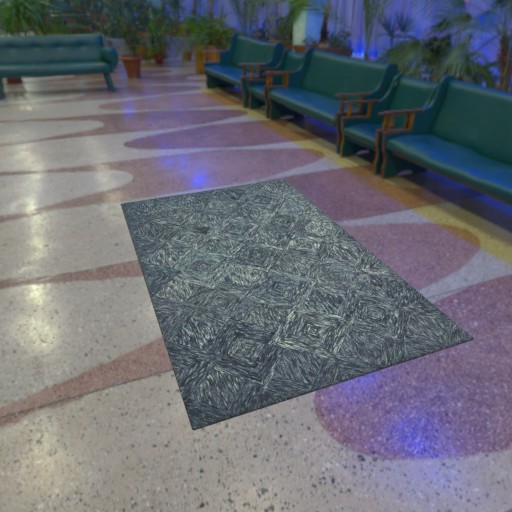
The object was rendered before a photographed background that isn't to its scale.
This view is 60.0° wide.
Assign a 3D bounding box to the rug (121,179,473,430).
[{"bbox_3d":[0.000,0.000,2.959,1.478,0.017,2.330,-12,34,-18],"label":"rug"}]
